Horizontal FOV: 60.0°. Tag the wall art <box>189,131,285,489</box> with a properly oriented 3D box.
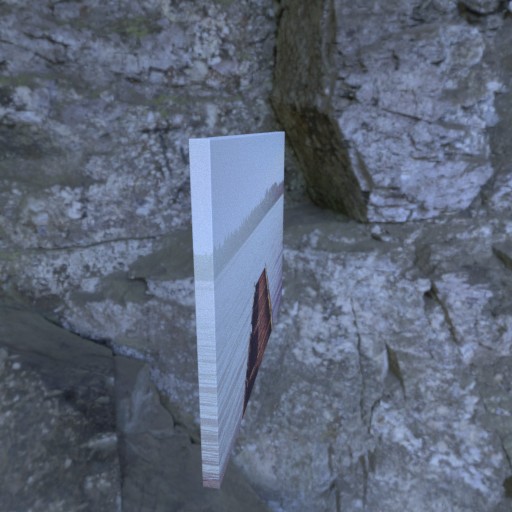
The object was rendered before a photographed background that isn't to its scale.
[{"bbox_3d":[0.000,0.000,1.438,0.040,0.765,1.149,3,17,10],"label":"wall art"}]
